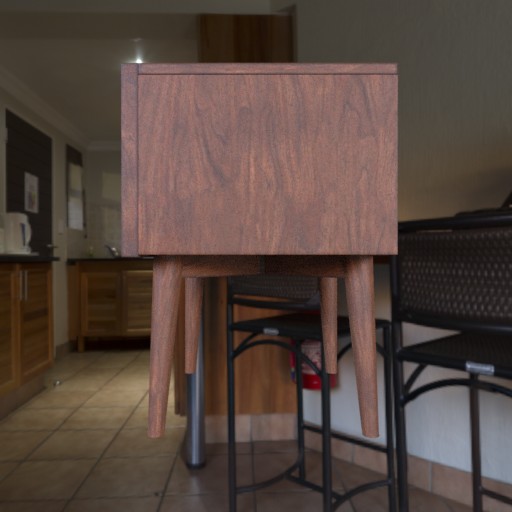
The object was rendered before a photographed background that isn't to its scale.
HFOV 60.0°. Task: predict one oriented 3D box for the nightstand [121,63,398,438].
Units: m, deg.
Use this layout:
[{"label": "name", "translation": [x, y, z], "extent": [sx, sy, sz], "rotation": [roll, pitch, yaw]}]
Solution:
[{"label": "nightstand", "translation": [0.000, 0.000, 0.954], "extent": [0.445, 0.607, 0.521], "rotation": [0, 0, 0]}]
